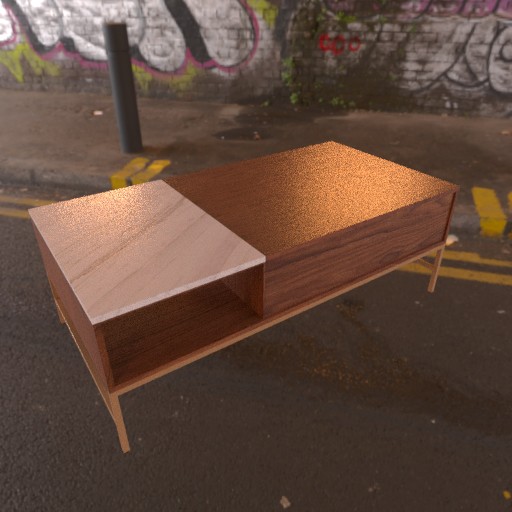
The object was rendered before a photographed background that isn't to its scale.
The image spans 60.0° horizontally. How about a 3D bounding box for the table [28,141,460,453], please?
[{"bbox_3d":[0.000,0.000,1.919,1.553,0.551,0.789,-19,36,-29],"label":"table"}]
